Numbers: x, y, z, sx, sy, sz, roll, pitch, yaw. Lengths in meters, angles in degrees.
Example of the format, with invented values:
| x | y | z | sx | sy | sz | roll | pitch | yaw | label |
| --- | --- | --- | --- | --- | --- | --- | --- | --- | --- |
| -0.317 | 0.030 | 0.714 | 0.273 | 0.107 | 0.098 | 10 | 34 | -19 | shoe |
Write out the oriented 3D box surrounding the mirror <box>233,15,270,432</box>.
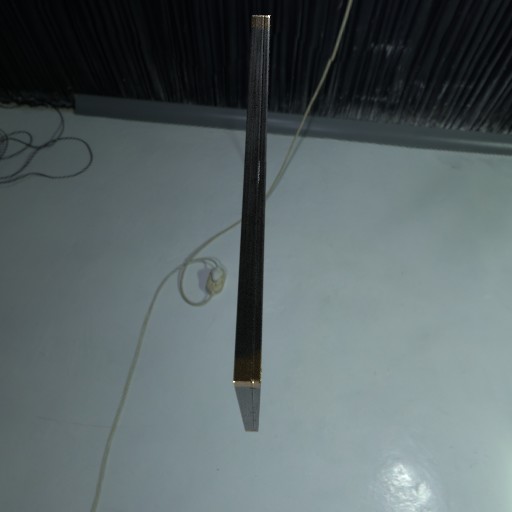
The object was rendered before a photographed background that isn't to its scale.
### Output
| x | y | z | sx | sy | sz | roll | pitch | yaw | label |
| --- | --- | --- | --- | --- | --- | --- | --- | --- | --- |
| 0.000 | 0.000 | 0.556 | 0.020 | 0.381 | 0.382 | 2 | 64 | 1 | mirror |
